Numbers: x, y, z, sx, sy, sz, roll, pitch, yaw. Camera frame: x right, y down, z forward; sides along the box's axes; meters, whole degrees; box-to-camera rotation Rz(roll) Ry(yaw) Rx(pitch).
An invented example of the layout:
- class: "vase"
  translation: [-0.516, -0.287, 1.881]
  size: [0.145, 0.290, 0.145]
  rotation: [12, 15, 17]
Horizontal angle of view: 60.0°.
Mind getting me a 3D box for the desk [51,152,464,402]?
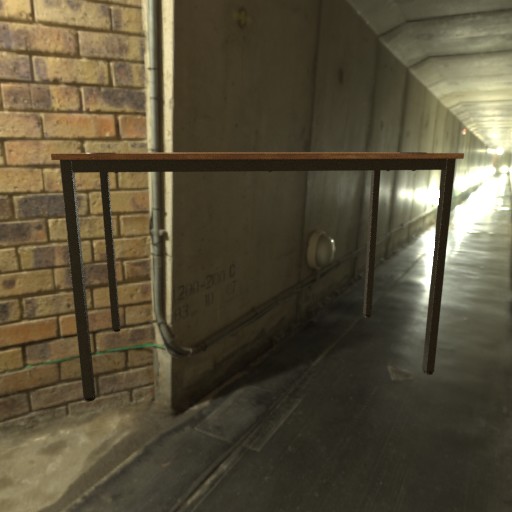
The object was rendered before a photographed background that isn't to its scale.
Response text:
- class: "desk"
  translation: [0.000, 0.000, 1.643]
  size: [1.200, 0.749, 0.600]
  rotation: [-2, 14, -8]
